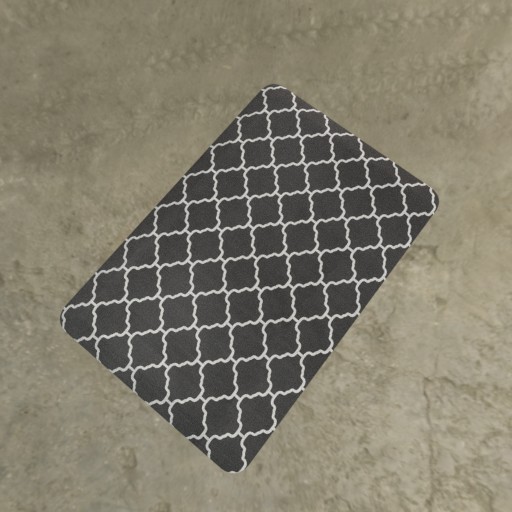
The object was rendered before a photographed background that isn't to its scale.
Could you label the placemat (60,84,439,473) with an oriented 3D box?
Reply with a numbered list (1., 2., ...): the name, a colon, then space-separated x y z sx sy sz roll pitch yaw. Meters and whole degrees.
1. placemat: 0.000 0.000 0.977 0.508 0.021 0.762 38 78 9
